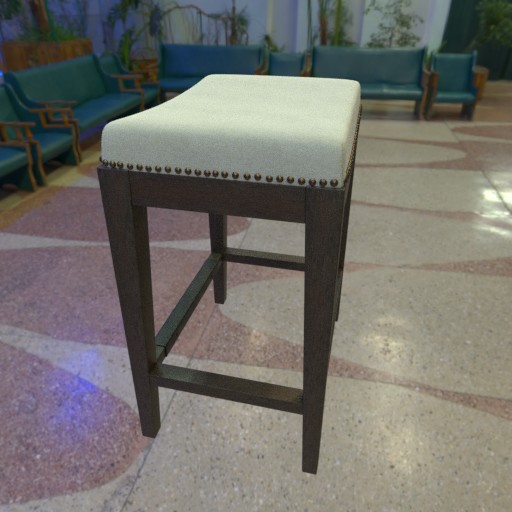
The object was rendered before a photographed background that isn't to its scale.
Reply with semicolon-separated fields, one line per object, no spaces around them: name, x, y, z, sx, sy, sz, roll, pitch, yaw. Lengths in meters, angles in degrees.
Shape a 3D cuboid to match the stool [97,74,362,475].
stool;0.000;0.000;0.927;0.361;0.642;0.500;7;32;12
